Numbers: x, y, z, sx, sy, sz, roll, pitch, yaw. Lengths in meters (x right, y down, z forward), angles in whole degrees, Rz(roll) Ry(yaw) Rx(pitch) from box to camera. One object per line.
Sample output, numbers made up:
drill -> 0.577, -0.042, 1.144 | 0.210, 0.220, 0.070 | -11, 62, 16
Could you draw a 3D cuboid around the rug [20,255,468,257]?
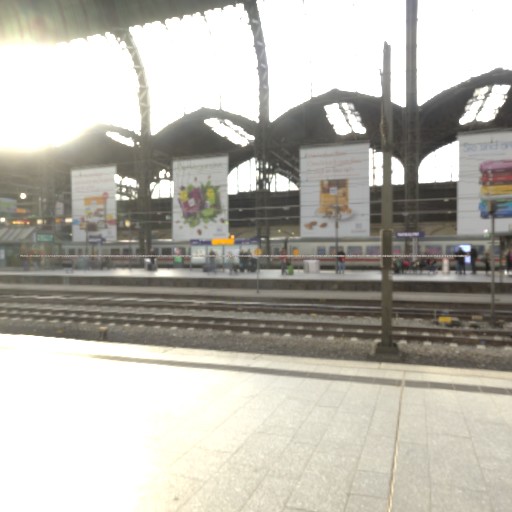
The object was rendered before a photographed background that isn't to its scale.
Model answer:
rug -> 0.000, 0.000, 2.280 | 1.818, 0.005, 1.217 | 0, 0, 18
